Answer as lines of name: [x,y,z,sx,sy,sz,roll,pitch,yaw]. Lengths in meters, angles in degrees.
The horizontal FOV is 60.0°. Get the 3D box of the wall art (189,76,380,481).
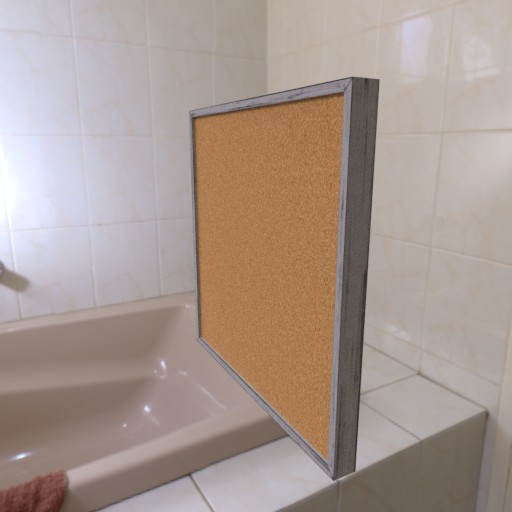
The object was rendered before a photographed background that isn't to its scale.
wall art: [0.000,0.000,0.756,0.038,0.506,0.506,-7,15,-27]
